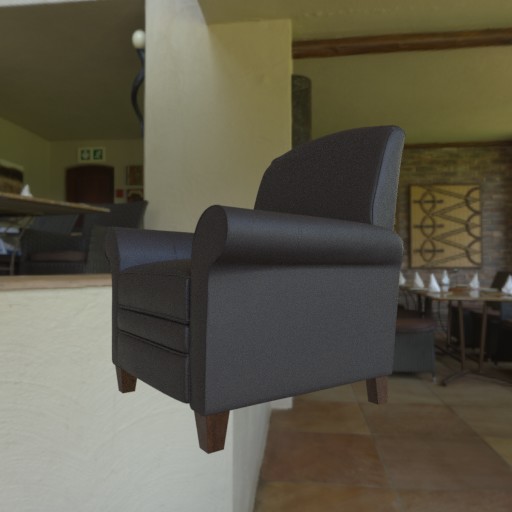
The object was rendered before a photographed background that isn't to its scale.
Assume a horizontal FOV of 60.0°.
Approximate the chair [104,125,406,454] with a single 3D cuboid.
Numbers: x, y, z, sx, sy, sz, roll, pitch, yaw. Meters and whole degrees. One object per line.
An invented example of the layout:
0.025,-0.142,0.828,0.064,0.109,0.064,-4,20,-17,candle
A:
0.000,0.000,1.706,0.902,1.061,0.978,1,-1,-36,chair
